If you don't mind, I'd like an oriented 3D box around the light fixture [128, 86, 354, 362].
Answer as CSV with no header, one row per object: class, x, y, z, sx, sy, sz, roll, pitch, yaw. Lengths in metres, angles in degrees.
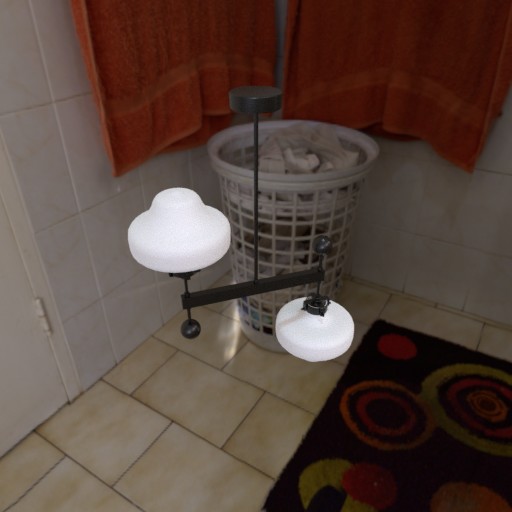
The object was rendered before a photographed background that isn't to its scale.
light fixture,0.000,0.000,1.043,0.422,0.743,0.489,20,37,28
